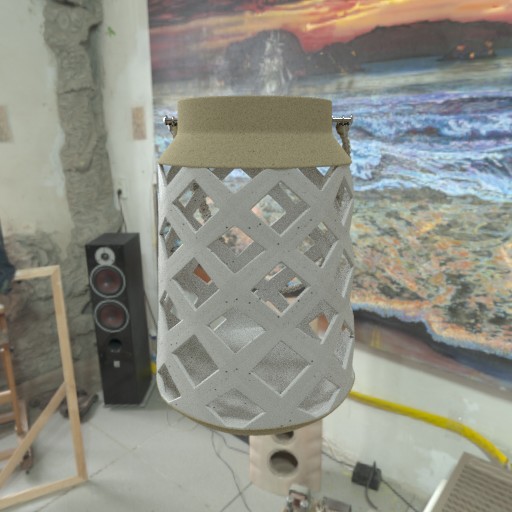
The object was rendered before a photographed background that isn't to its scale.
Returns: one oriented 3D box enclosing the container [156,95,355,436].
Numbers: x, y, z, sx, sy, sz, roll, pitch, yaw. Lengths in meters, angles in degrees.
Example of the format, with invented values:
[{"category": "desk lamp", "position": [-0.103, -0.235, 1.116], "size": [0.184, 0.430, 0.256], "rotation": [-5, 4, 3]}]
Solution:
[{"category": "container", "position": [0.000, 0.000, 0.348], "size": [0.163, 0.229, 0.172], "rotation": [3, 16, 9]}]
